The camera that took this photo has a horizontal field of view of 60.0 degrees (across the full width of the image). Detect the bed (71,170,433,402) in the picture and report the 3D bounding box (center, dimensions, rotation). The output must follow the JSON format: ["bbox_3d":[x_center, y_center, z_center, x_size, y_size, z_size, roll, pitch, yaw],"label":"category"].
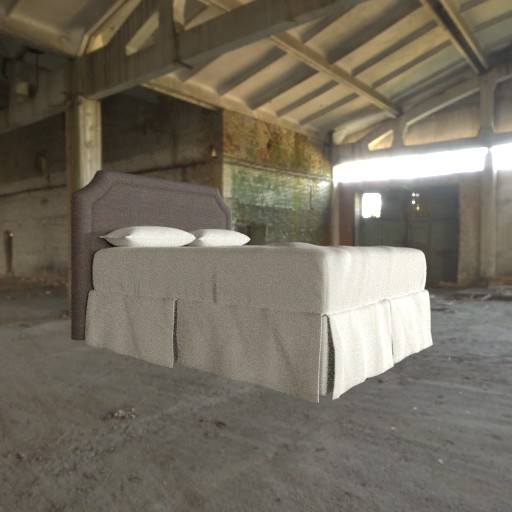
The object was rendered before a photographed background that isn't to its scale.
[{"bbox_3d":[0.000,0.000,3.228,2.116,1.290,1.693,1,2,38],"label":"bed"}]
